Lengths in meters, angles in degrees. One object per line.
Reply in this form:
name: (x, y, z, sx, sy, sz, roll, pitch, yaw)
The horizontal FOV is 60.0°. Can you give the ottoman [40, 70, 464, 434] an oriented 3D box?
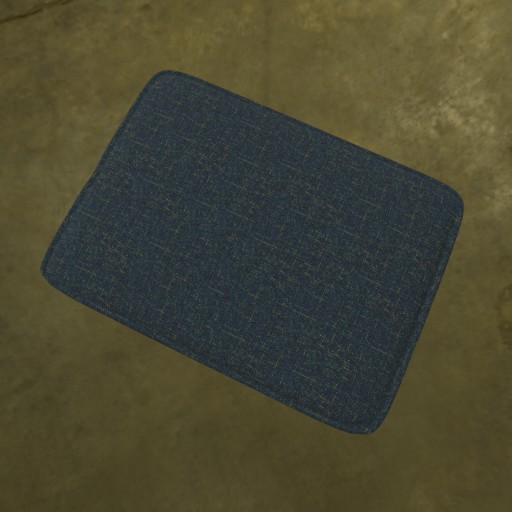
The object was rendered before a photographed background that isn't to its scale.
ottoman: (0.000, 0.000, 1.074, 0.749, 0.450, 0.549, 25, 78, 6)
